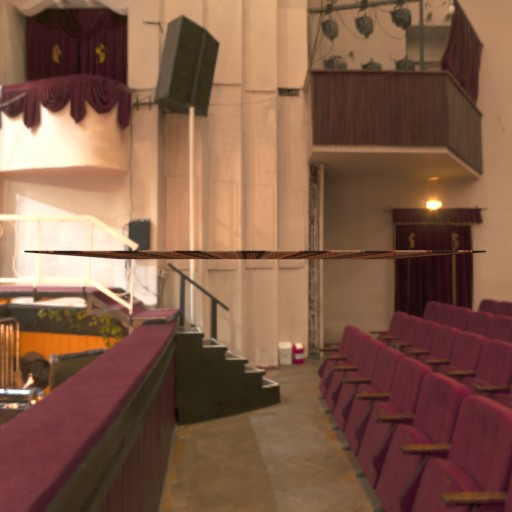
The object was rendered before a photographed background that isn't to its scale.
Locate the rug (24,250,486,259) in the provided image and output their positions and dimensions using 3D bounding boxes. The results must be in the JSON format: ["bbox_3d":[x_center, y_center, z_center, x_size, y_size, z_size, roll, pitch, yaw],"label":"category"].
[{"bbox_3d":[0.000,0.000,2.347,1.825,0.009,1.221,0,-2,0],"label":"rug"}]
